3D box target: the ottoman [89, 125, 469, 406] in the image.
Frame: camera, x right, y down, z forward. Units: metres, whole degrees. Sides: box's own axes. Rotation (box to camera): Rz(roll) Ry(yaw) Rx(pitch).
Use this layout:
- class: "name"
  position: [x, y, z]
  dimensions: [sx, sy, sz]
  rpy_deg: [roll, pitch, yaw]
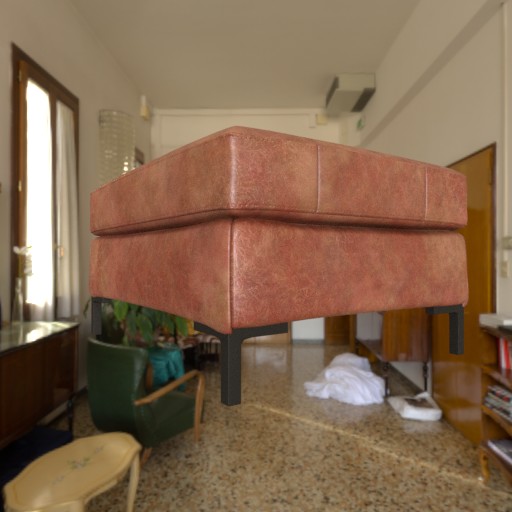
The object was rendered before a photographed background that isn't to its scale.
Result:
- class: "ottoman"
  position: [0.000, 0.000, 1.704]
  dimensions: [0.965, 0.667, 1.186]
  rpy_deg: [0, 0, -35]
